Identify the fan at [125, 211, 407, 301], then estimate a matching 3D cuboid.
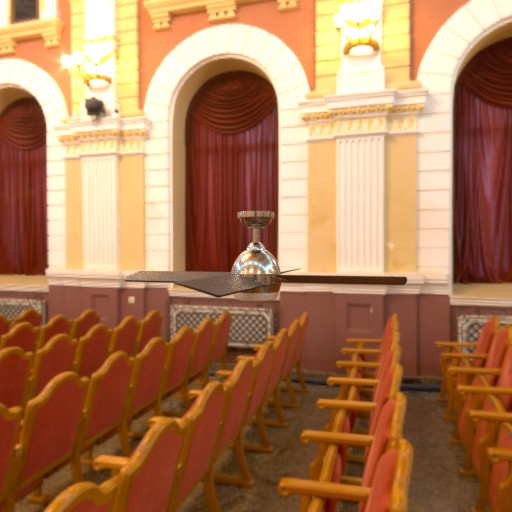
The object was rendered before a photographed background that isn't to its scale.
[{"bbox_3d":[0.000,0.000,2.061,1.332,0.403,1.332,0,1,17],"label":"fan"}]
